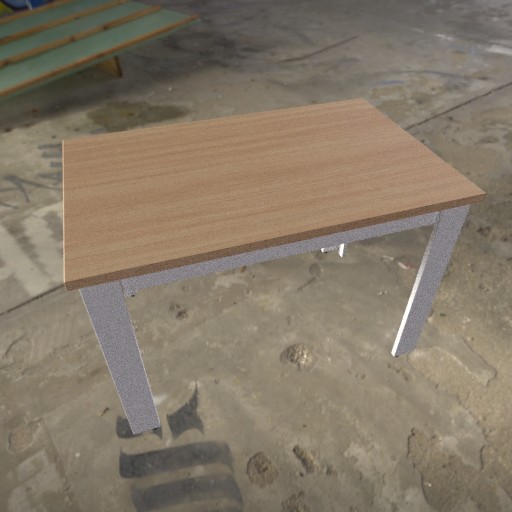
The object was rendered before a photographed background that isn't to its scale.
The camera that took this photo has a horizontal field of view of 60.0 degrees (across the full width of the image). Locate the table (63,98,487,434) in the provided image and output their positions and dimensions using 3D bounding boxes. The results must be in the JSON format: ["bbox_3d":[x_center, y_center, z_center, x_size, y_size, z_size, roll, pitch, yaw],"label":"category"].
[{"bbox_3d":[0.000,0.000,1.572,1.100,0.734,0.700,-12,43,-14],"label":"table"}]
